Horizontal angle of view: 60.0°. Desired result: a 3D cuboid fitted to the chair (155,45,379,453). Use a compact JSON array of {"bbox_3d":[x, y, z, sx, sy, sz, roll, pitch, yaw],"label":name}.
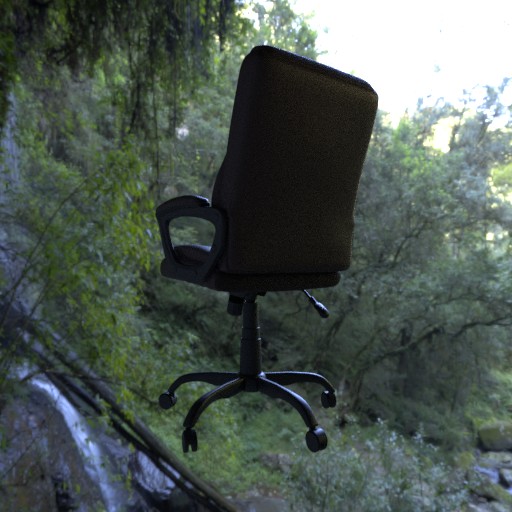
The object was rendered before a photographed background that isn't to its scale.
[{"bbox_3d":[0.000,0.000,1.448,0.615,1.072,0.655,0,-1,-36],"label":"chair"}]
